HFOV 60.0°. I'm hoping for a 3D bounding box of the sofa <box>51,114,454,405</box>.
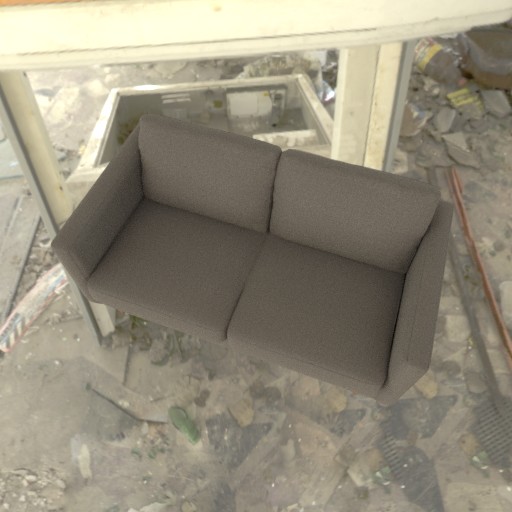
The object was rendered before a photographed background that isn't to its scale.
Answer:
[{"bbox_3d":[0.000,0.000,2.254,1.713,0.866,0.940,17,59,10],"label":"sofa"}]
